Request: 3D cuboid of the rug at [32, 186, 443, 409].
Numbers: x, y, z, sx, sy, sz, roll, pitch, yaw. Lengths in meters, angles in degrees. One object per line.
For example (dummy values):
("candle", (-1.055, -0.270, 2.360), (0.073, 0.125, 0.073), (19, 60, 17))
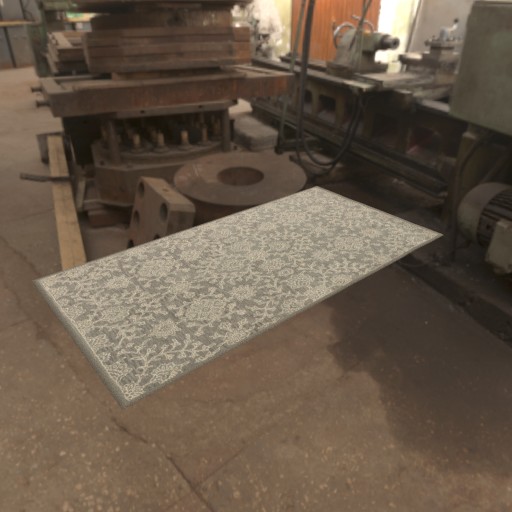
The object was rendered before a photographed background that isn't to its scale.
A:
("rug", (0.000, 0.000, 3.619), (3.048, 0.011, 1.546), (-22, 37, -33))
